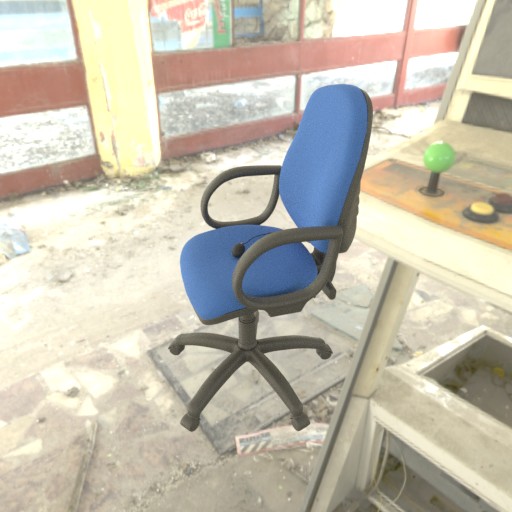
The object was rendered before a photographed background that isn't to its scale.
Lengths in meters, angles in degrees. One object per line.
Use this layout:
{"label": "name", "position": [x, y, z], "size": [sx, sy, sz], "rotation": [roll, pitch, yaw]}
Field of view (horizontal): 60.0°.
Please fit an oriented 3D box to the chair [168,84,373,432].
{"label": "chair", "position": [0.000, 0.000, 1.258], "size": [0.549, 0.905, 0.552], "rotation": [-8, 32, -14]}
